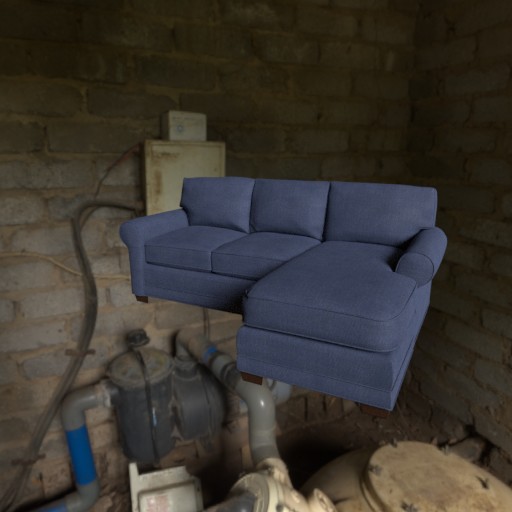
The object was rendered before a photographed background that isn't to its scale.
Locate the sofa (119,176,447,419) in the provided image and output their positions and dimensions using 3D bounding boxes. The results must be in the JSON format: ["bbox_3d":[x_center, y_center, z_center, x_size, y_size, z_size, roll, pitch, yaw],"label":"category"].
[{"bbox_3d":[0.000,0.000,3.379,2.567,1.063,1.780,7,16,26],"label":"sofa"}]
